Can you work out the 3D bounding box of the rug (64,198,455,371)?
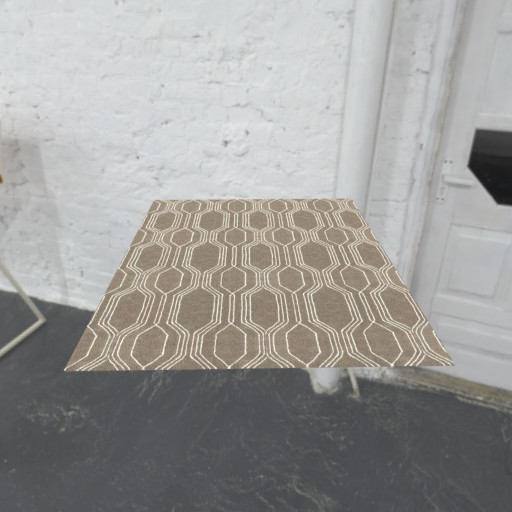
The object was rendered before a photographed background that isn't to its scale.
[{"bbox_3d":[0.000,0.000,4.138,2.457,0.012,3.062,-1,27,-1],"label":"rug"}]
